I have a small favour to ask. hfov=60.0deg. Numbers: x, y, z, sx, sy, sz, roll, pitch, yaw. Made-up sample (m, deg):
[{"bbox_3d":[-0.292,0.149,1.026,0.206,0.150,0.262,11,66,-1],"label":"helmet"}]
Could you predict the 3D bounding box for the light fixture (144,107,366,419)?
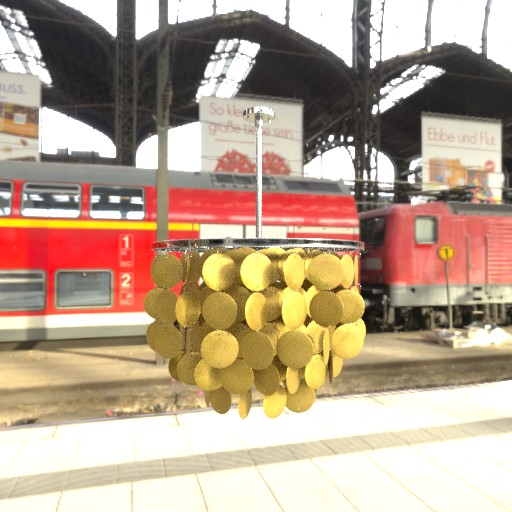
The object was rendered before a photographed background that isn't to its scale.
[{"bbox_3d":[0.000,0.000,0.752,0.368,0.492,0.368,0,-1,0],"label":"light fixture"}]
